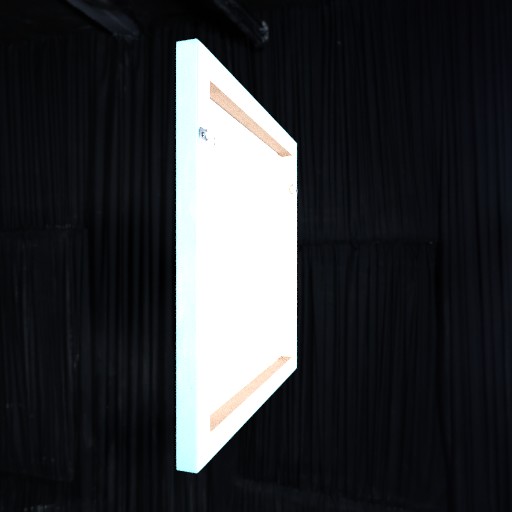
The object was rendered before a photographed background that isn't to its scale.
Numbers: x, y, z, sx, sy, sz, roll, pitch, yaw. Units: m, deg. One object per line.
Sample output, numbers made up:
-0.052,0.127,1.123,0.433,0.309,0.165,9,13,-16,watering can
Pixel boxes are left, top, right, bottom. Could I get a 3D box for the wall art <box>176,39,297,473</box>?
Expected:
0.000,0.000,1.605,0.070,1.073,1.071,0,0,18,wall art
